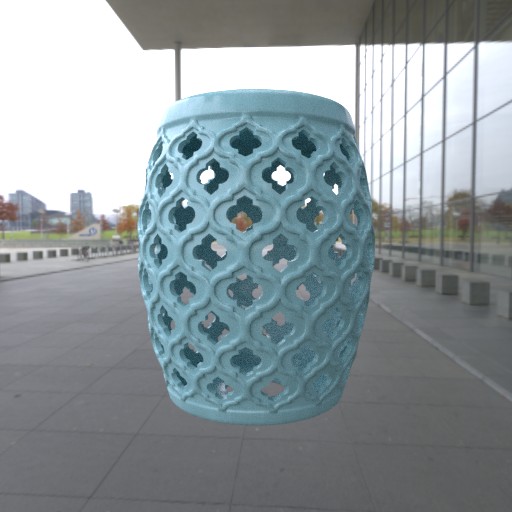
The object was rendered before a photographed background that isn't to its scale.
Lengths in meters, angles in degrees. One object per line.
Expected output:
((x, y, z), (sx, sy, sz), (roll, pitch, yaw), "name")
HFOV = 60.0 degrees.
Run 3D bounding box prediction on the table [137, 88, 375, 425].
((0.000, 0.000, 0.628), (0.325, 0.388, 0.325), (0, 3, 0), "table")
